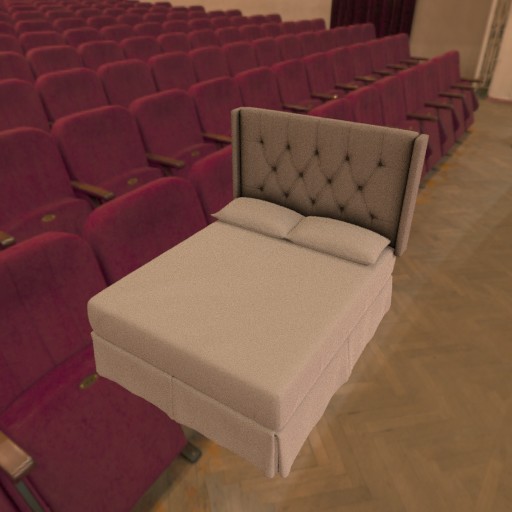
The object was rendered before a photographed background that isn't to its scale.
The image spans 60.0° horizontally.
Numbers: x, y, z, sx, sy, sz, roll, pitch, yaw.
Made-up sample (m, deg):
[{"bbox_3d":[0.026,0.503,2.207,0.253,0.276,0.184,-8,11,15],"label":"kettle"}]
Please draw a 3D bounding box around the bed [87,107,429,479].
[{"bbox_3d":[0.000,0.000,3.361,1.719,1.665,2.066,19,36,28],"label":"bed"}]
